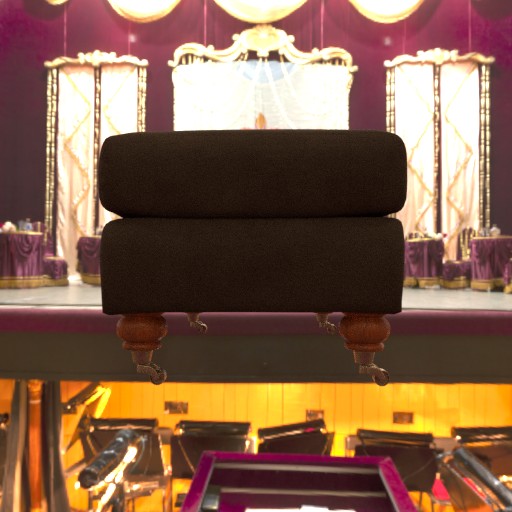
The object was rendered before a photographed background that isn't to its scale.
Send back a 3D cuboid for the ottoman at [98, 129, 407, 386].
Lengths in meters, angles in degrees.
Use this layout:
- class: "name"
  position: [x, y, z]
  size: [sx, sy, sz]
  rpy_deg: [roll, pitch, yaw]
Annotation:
- class: "ottoman"
  position: [0.000, 0.000, 1.151]
  size: [0.574, 0.497, 0.773]
  rpy_deg: [0, -1, 1]
